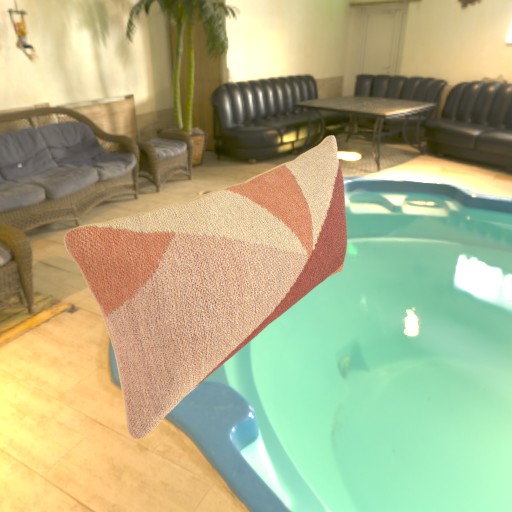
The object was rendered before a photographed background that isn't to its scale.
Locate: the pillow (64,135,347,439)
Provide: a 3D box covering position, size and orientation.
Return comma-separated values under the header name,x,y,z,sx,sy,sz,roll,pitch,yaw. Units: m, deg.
name,x,y,z,sx,sy,sz,roll,pitch,yaw
pillow,0.000,0.000,0.725,0.155,0.292,0.609,18,31,32
